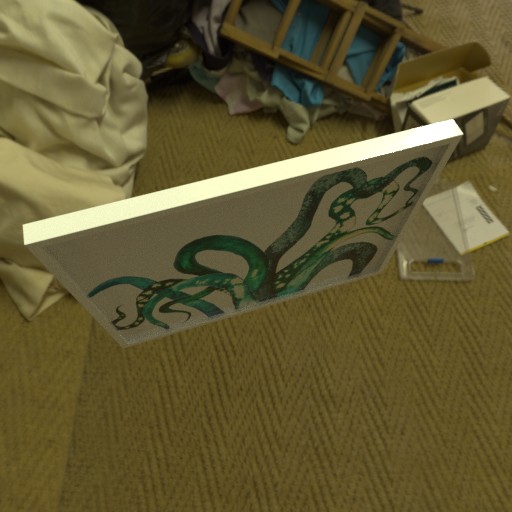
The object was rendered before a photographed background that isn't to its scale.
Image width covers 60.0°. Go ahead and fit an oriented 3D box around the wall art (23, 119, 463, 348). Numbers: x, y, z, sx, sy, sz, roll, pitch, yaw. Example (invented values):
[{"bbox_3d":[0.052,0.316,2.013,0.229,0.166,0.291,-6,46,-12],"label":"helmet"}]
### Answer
[{"bbox_3d":[0.000,0.000,1.368,1.041,0.787,0.053,-15,63,-8],"label":"wall art"}]
